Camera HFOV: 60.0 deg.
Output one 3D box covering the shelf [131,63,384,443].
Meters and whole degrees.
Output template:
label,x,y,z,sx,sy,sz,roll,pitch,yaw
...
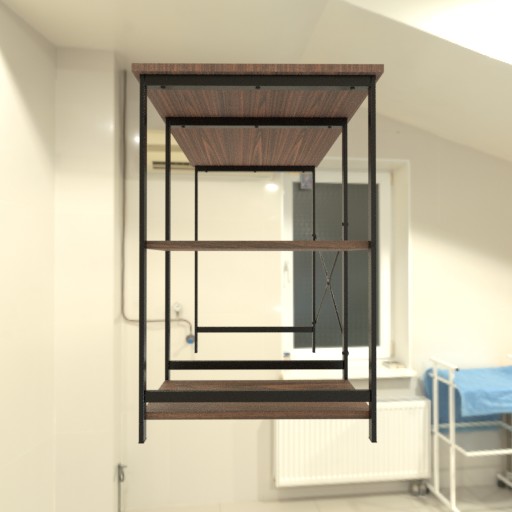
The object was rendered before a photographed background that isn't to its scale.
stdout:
label,x,y,z,sx,sy,sz,roll,pitch,yaw
shelf,0.000,0.000,1.320,0.498,0.750,0.902,0,-1,-1
